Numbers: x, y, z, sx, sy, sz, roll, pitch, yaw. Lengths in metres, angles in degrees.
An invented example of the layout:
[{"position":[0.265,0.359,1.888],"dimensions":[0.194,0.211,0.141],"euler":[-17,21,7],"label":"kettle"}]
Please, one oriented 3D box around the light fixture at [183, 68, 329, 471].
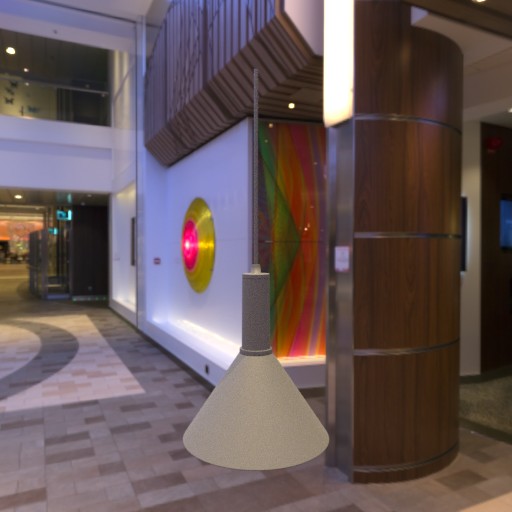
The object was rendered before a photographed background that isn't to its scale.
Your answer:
[{"position":[0.000,0.000,0.815],"dimensions":[0.267,0.683,0.267],"euler":[0,1,18],"label":"light fixture"}]
